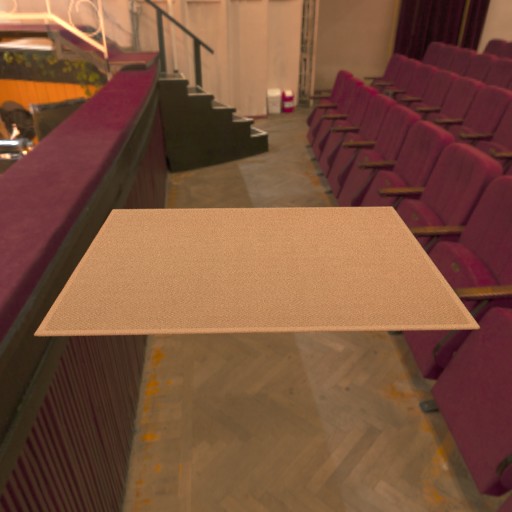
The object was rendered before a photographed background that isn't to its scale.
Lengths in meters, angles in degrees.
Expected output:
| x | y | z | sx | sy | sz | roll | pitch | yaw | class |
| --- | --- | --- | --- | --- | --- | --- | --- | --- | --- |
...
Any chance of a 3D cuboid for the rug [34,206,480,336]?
| x | y | z | sx | sy | sz | roll | pitch | yaw | class |
| --- | --- | --- | --- | --- | --- | --- | --- | --- | --- |
| 0.000 | 0.000 | 2.882 | 2.244 | 0.017 | 1.532 | -1 | 30 | -1 | rug |
